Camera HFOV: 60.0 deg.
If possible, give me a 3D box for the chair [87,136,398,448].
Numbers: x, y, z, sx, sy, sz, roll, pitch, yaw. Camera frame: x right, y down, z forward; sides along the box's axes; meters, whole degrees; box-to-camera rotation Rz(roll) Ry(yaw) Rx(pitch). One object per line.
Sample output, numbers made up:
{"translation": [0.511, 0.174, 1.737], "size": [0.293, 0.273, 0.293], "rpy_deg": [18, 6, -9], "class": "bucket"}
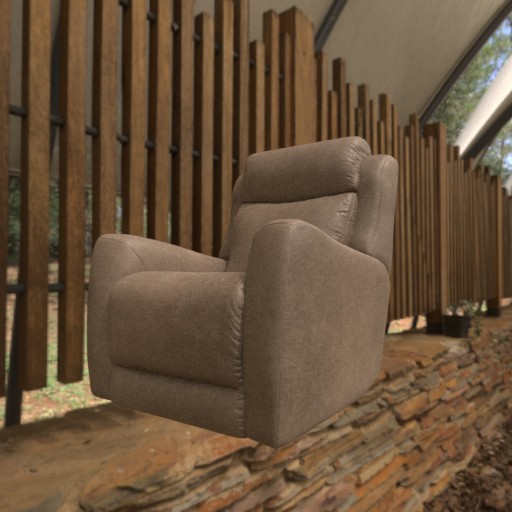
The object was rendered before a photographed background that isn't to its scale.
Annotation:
{"translation": [0.000, 0.000, 1.883], "size": [0.967, 1.116, 1.068], "rpy_deg": [-1, -2, 36], "class": "chair"}
